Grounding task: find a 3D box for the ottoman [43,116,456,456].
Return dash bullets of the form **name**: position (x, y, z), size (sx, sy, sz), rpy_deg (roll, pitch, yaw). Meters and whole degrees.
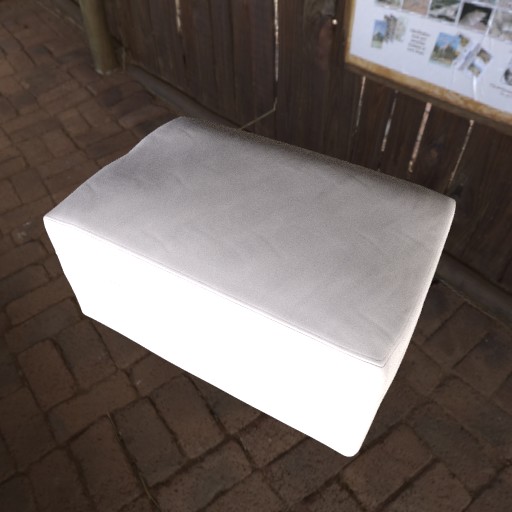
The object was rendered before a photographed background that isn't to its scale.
- **ottoman**: position (0.000, 0.000, 1.191), size (0.872, 0.444, 0.590), rpy_deg (22, 50, 20)
